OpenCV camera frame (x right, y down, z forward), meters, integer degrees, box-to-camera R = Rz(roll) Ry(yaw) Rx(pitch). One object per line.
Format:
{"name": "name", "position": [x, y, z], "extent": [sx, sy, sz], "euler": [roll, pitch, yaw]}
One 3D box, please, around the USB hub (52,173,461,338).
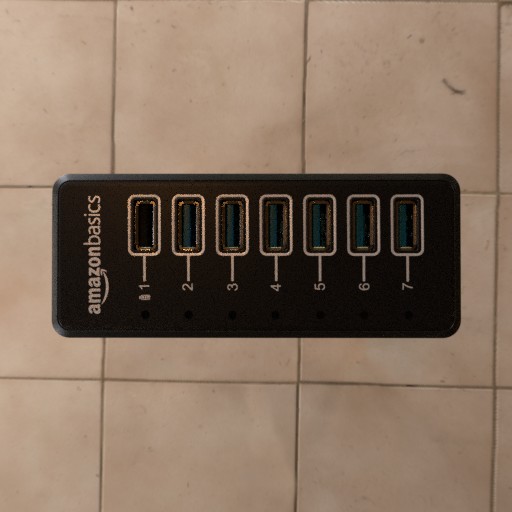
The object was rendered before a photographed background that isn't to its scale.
{"name": "USB hub", "position": [0.000, 0.000, 0.129], "extent": [0.110, 0.023, 0.044], "euler": [0, 89, 0]}
